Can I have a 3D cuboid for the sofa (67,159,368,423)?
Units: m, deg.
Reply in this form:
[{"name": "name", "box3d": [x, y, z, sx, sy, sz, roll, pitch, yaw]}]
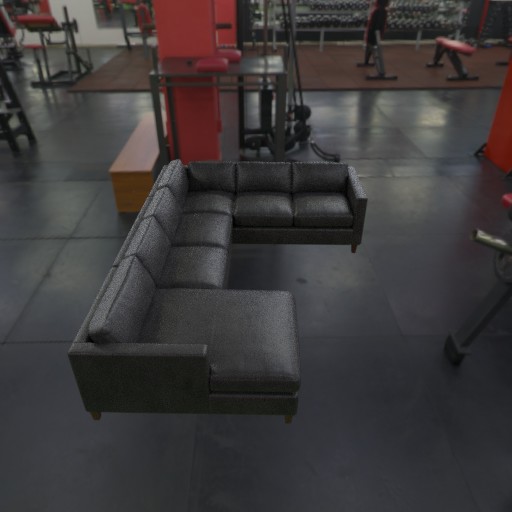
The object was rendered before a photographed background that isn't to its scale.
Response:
[{"name": "sofa", "box3d": [0.000, 0.000, 4.456, 2.452, 0.891, 3.324, 1, 33, 1]}]
